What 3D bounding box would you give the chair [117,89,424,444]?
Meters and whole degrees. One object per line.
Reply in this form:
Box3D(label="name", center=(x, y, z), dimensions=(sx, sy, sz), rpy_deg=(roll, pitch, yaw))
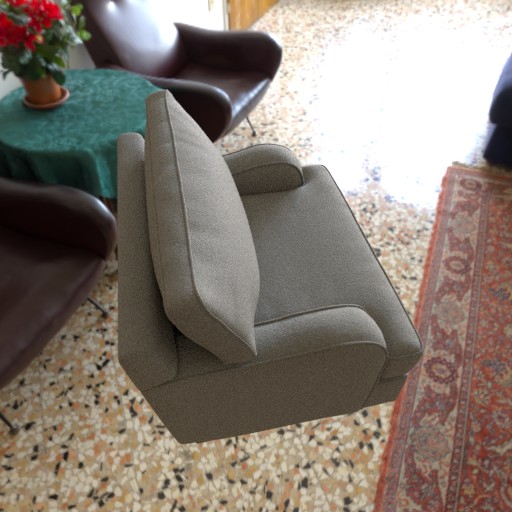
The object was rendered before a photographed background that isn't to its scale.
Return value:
Box3D(label="chair", center=(0.000, 0.000, 1.914), dimensions=(1.040, 1.016, 1.220), rpy_deg=(-9, 48, -8))
